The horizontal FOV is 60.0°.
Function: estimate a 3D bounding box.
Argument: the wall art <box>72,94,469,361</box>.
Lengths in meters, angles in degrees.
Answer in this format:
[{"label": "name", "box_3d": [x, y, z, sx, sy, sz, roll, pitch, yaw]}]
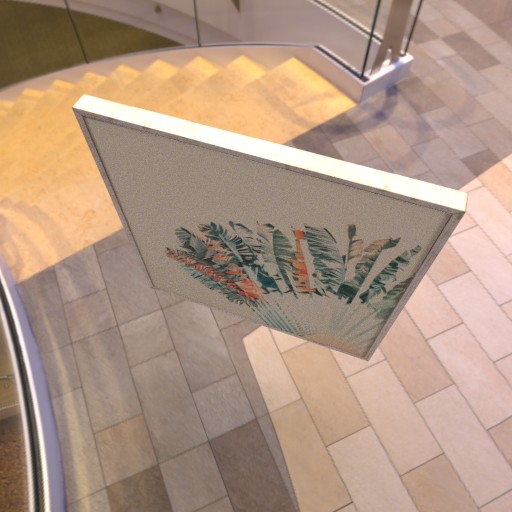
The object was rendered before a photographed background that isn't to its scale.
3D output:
[{"label": "wall art", "box_3d": [0.000, 0.000, 0.761, 0.508, 0.506, 0.029, 17, 60, 10]}]
